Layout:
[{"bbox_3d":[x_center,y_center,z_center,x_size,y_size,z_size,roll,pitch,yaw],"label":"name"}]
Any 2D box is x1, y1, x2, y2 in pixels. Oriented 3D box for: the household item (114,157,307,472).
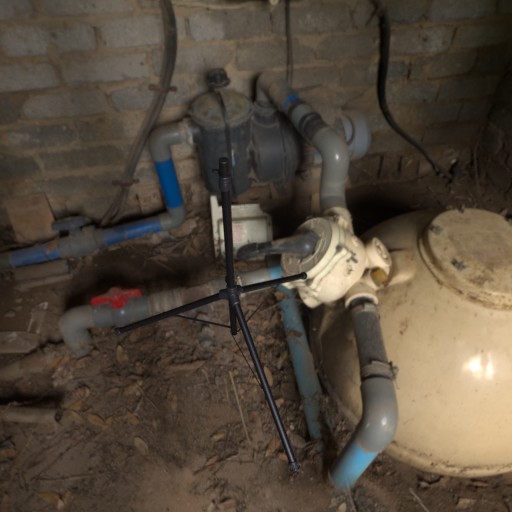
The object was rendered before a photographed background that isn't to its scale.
[{"bbox_3d":[0.000,0.000,2.674,1.596,1.595,1.339,30,53,26],"label":"household item"}]
